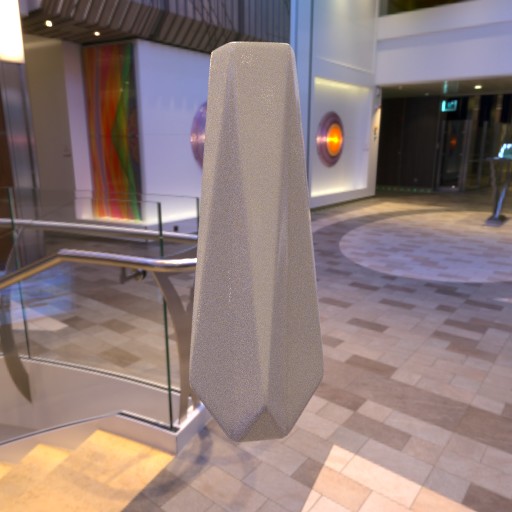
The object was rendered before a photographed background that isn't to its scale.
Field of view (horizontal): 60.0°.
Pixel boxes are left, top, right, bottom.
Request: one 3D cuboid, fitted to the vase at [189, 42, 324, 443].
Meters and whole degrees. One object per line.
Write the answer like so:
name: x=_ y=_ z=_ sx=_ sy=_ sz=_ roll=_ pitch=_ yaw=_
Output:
vase: x=0.000 y=0.000 z=0.382 sx=0.122 sy=0.329 sz=0.116 roll=-2 pitch=14 yaw=-7
